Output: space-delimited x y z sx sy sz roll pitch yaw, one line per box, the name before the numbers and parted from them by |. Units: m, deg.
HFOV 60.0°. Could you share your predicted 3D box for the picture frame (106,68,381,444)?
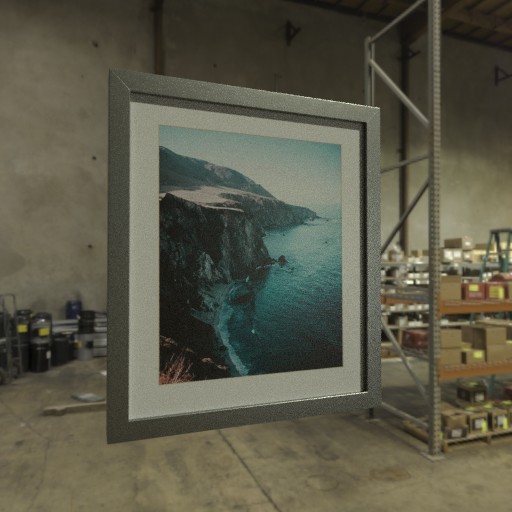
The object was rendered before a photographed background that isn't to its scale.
picture frame | 0.000 0.000 1.321 0.839 0.968 0.073 0 -1 -21
